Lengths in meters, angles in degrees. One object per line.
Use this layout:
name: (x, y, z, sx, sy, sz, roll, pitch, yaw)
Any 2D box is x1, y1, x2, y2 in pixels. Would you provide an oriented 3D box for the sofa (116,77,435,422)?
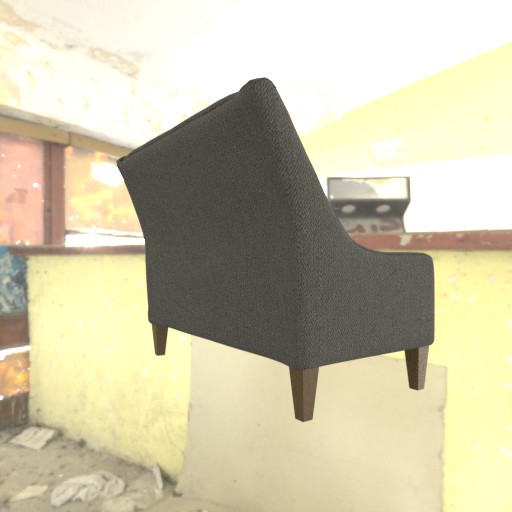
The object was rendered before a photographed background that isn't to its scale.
sofa: (0.000, 0.000, 1.964, 0.873, 1.022, 1.242, 0, -1, -35)
